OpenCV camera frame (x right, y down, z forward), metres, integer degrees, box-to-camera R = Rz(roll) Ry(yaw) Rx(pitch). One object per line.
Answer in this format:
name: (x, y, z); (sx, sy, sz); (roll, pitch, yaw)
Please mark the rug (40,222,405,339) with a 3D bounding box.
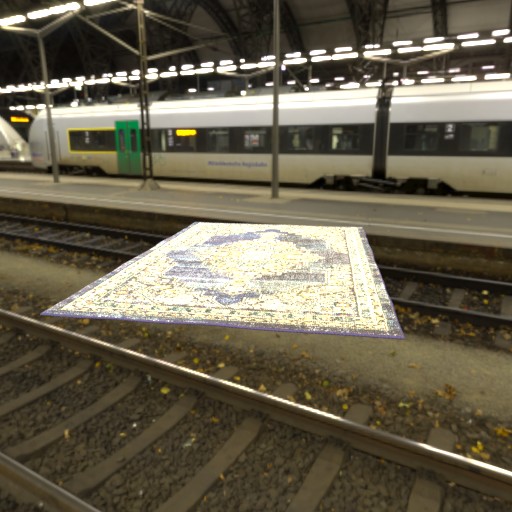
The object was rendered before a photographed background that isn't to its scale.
rug: (0.000, 0.000, 2.241); (1.184, 0.012, 1.781); (2, 15, 9)
